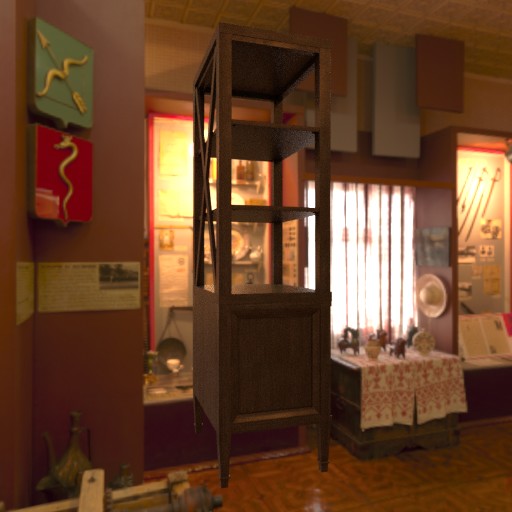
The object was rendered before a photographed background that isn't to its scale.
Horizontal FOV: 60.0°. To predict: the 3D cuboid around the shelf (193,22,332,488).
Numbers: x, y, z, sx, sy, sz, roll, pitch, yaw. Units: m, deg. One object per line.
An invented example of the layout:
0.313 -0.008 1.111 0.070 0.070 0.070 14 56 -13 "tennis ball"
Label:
0.000 0.000 1.983 0.472 1.727 0.584 0 0 -17 "shelf"
